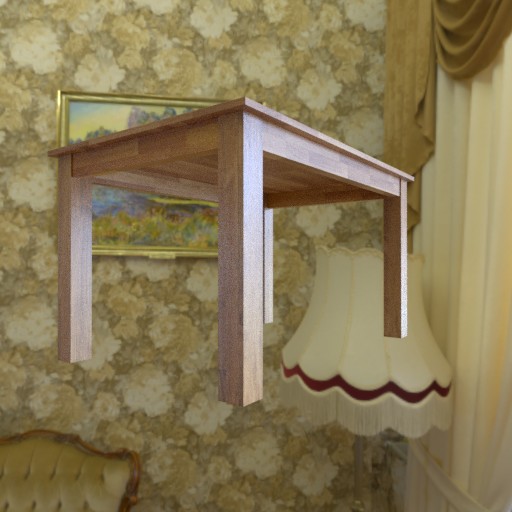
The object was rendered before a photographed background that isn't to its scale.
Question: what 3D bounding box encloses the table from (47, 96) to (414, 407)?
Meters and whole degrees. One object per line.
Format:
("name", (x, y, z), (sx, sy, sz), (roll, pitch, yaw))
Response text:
("table", (0.000, 0.000, 1.843), (0.900, 0.750, 1.300), (0, 0, 37))
